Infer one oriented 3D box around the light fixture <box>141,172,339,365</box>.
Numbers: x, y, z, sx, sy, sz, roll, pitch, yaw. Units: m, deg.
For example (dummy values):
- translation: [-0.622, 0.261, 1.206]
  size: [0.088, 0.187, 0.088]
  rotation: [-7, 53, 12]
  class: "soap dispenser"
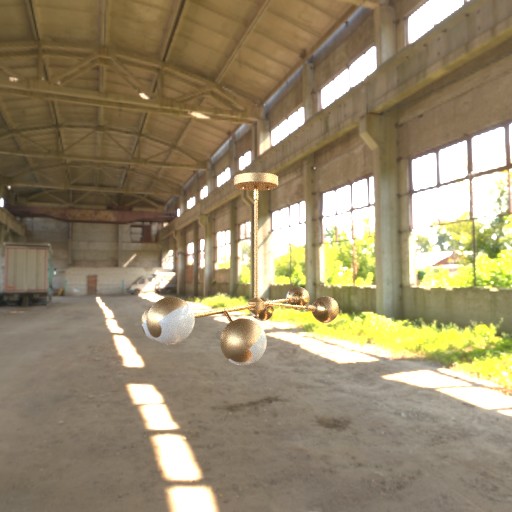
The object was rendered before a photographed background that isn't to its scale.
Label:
- translation: [0.000, 0.000, 1.013]
  size: [0.434, 0.362, 0.778]
  rotation: [-2, -3, 36]
  class: "light fixture"
